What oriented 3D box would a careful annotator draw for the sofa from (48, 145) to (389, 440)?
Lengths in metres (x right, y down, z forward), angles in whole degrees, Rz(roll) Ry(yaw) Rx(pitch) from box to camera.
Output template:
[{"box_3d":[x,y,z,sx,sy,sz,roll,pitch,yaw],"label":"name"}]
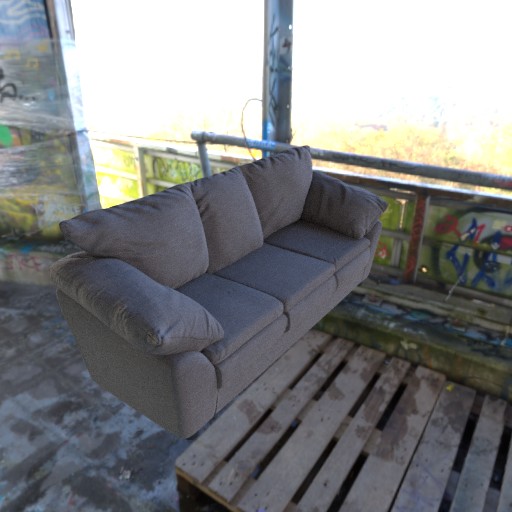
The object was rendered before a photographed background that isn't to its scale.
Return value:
[{"box_3d":[0.000,0.000,2.857,0.927,1.043,2.390,17,30,33],"label":"sofa"}]
